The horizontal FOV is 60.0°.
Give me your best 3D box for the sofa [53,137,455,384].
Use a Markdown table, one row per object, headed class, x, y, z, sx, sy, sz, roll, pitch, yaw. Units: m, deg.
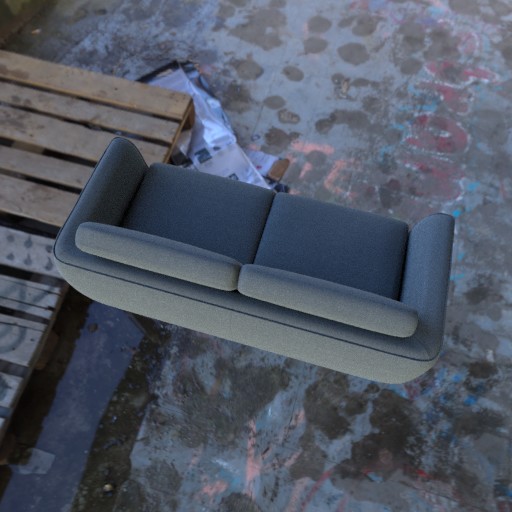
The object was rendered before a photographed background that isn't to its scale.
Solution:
| class | x | y | z | sx | sy | sz | roll | pitch | yaw |
| --- | --- | --- | --- | --- | --- | --- | --- | --- | --- |
| sofa | 0.000 | 0.000 | 2.475 | 2.000 | 0.850 | 0.920 | 15 | 65 | 7 |
